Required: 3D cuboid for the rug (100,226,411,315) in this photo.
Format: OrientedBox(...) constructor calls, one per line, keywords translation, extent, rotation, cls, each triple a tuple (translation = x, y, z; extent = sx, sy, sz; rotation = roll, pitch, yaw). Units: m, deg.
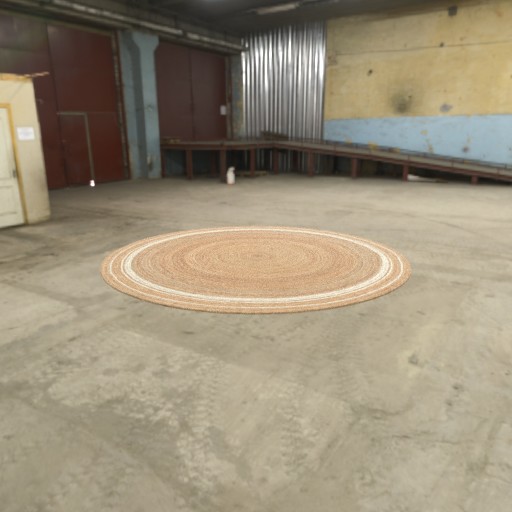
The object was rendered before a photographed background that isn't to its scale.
OrientedBox(translation=(0.000, 0.000, 3.672), extent=(2.444, 0.015, 2.444), rotation=(0, 15, 0), cls="rug")
